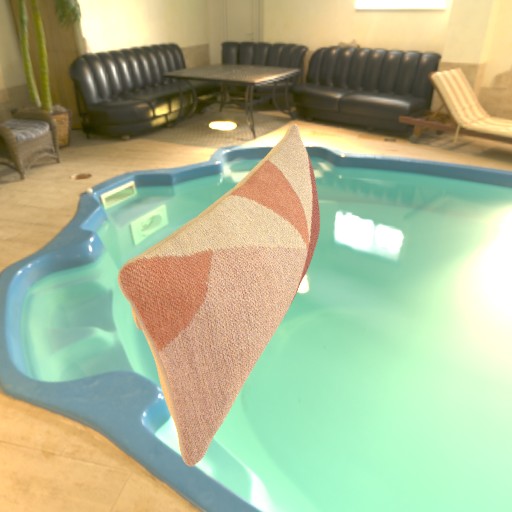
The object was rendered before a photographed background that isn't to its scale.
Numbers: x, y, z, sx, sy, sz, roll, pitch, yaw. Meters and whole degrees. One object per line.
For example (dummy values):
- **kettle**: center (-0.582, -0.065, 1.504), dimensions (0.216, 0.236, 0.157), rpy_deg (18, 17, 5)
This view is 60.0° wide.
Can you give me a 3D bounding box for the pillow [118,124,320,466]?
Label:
- **pillow**: center (0.000, 0.000, 0.718), dimensions (0.155, 0.292, 0.609), rpy_deg (10, 31, 17)
